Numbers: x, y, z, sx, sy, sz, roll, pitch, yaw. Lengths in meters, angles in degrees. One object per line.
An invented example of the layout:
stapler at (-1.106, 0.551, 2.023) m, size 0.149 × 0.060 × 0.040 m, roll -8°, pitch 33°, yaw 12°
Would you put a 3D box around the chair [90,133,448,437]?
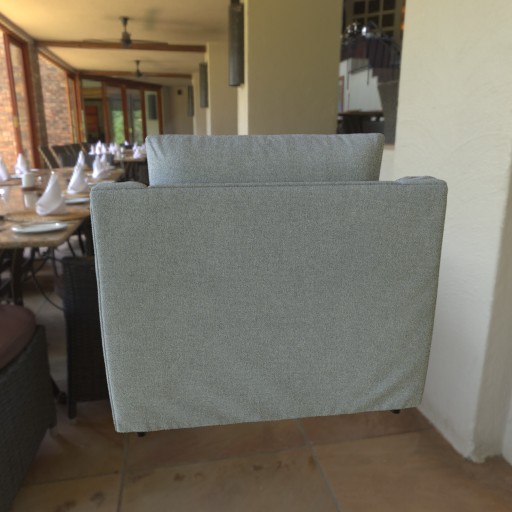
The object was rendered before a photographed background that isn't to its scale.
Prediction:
chair at (0.000, 0.000, 1.994) m, size 1.194 × 1.059 × 1.071 m, roll -2°, pitch 15°, yaw -8°
